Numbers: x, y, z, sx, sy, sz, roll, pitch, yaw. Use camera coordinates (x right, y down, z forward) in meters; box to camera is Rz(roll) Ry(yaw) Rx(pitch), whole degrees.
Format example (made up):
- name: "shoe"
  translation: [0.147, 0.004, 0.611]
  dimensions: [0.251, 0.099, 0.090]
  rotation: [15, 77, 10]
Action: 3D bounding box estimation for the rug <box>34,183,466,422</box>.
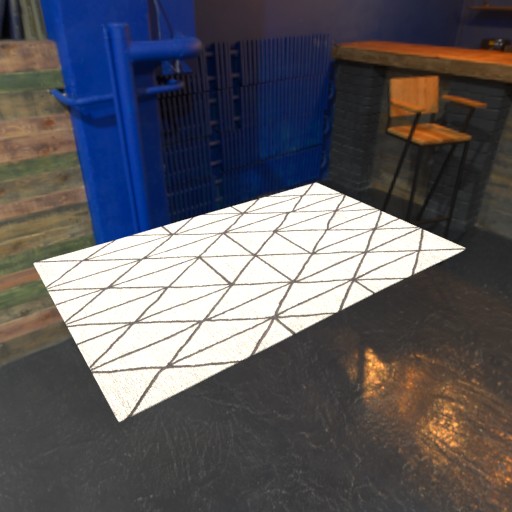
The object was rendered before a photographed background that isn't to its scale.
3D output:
- name: "rug"
  translation: [0.000, 0.000, 2.961]
  dimensions: [2.465, 0.008, 1.526]
  rotation: [-20, 36, -30]
